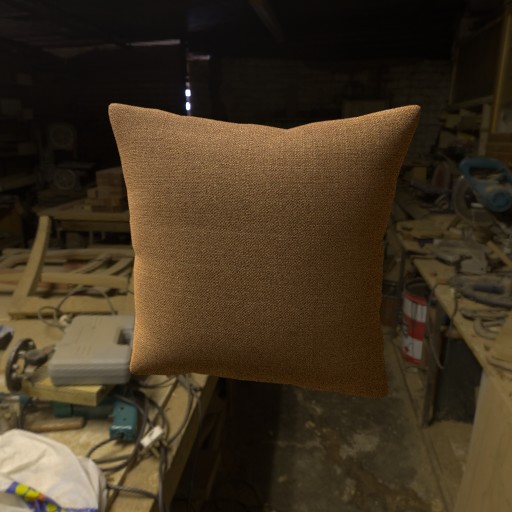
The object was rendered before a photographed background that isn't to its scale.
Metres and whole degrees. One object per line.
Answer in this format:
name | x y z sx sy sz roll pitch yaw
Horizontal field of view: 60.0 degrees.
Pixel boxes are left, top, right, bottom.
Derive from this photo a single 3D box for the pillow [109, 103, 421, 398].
pillow | 0.000 0.000 0.668 0.432 0.437 0.147 2 17 8
